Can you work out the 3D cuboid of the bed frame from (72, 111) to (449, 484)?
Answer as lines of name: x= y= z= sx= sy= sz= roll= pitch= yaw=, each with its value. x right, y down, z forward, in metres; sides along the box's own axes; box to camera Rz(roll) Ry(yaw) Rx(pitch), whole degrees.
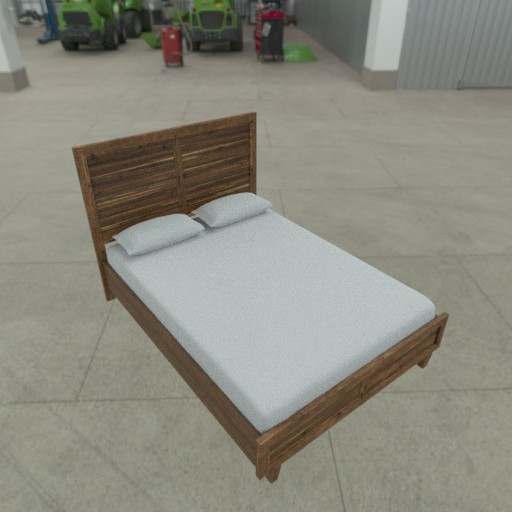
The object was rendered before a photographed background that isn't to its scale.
bed frame: x=0.000 y=0.000 z=3.328 sx=1.696 sy=1.417 sz=2.276 roll=-22 pitch=38 yaw=-31
